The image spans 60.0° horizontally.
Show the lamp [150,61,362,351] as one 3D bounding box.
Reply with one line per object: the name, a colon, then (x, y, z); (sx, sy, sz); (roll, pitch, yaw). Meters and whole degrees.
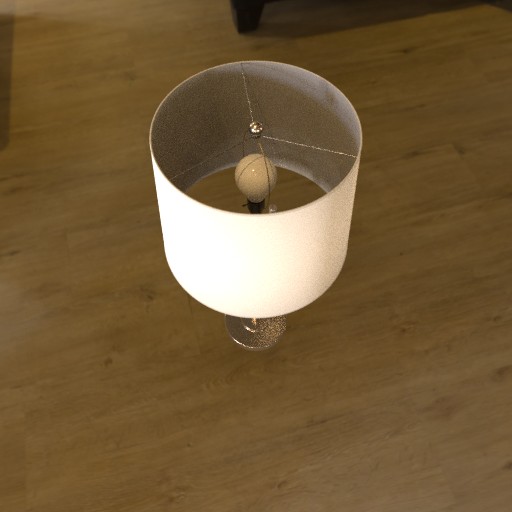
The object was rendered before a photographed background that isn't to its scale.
lamp: (0.000, 0.000, 0.882); (0.333, 0.696, 0.333); (0, 60, 0)
